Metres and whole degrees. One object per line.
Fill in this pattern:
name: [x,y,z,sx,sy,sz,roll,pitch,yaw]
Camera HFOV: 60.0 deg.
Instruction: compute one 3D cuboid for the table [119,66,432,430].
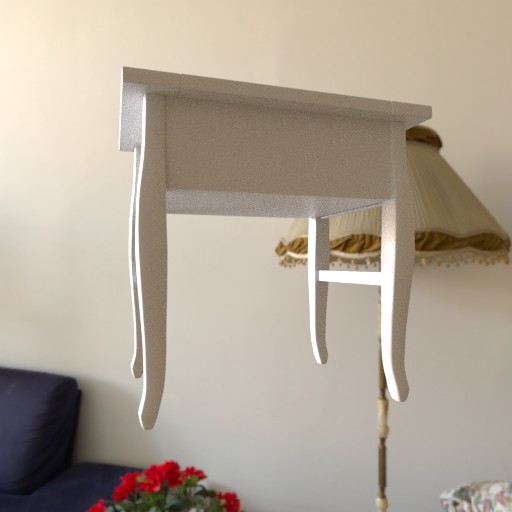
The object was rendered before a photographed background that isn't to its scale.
table: [0.000,0.000,1.017,0.599,0.605,0.463,0,-1,-18]
